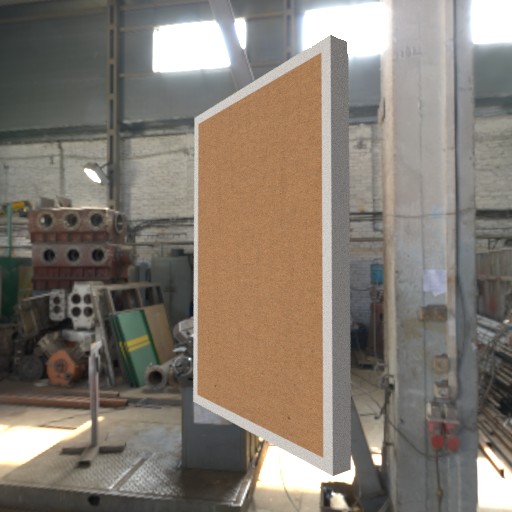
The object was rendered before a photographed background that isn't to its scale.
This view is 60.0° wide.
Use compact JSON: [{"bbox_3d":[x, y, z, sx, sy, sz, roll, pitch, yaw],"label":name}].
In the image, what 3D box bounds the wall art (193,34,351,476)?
[{"bbox_3d":[0.000,0.000,0.556,0.025,0.428,0.293,1,-2,-35],"label":"wall art"}]
